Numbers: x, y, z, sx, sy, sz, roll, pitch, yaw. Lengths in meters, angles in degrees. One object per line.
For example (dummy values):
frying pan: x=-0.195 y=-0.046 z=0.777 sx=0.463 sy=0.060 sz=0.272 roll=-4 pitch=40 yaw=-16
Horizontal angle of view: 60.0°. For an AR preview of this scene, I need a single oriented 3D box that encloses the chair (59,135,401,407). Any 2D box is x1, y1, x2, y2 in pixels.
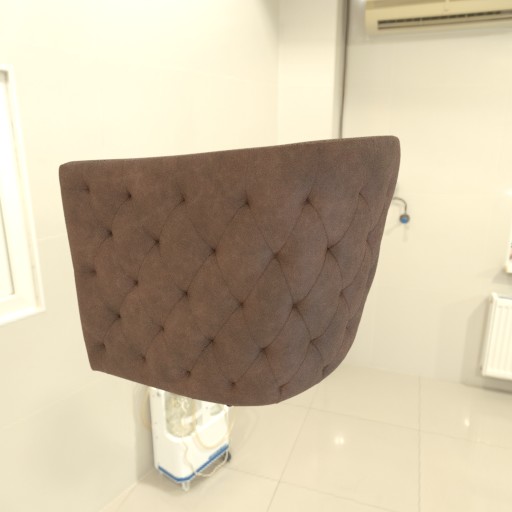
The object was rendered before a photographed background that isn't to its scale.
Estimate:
chair: x=0.000 y=0.000 z=1.504 sx=0.870 sy=0.790 sz=0.850 roll=8 pitch=17 yaw=26
